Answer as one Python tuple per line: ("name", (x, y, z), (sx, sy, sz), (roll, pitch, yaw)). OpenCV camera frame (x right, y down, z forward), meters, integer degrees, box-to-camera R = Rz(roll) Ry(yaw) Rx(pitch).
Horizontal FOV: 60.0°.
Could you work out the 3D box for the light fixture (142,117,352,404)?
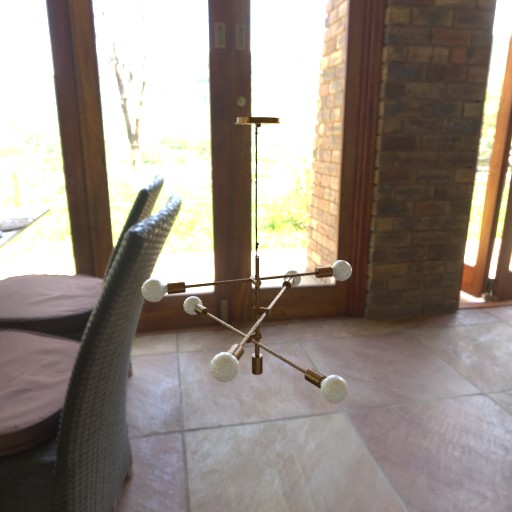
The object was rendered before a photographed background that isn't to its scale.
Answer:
("light fixture", (0.000, 0.000, 1.250), (0.637, 0.744, 0.682), (-2, 15, -8))
